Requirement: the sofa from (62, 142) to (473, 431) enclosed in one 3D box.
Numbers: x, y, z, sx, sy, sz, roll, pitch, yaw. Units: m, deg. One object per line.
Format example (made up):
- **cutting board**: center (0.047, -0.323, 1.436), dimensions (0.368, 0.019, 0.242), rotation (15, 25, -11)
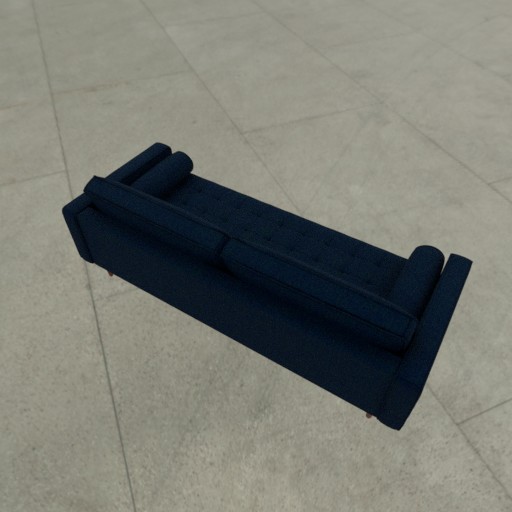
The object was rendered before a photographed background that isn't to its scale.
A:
- **sofa**: center (0.000, 0.000, 2.641), dimensions (2.210, 0.762, 0.914), rotation (24, 51, 22)
